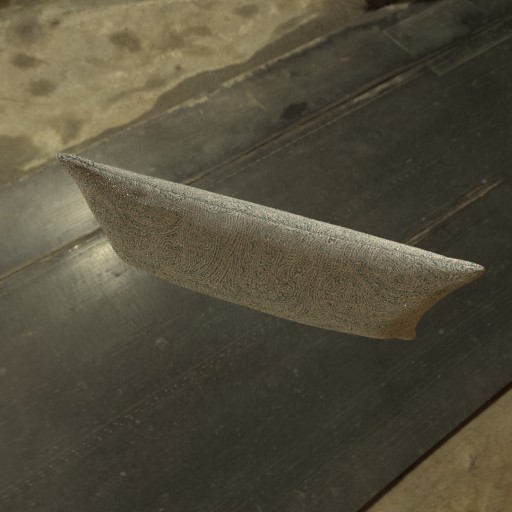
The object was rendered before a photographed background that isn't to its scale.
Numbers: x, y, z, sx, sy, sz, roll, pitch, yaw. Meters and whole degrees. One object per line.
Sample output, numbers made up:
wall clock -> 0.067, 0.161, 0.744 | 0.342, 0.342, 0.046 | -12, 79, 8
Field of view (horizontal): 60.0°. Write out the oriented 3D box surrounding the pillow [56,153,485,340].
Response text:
pillow -> 0.000, 0.000, 0.735 | 0.615, 0.295, 0.151 | 16, 64, 8
